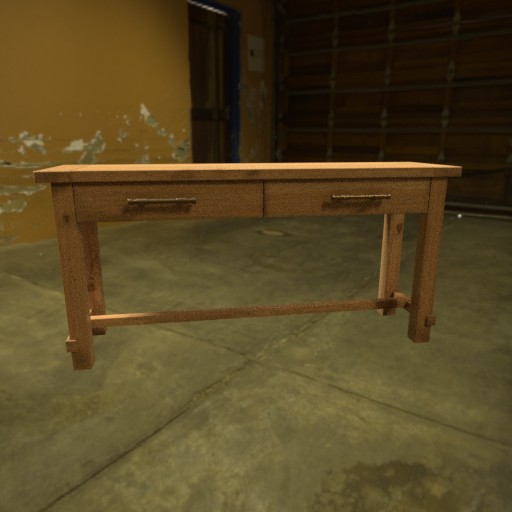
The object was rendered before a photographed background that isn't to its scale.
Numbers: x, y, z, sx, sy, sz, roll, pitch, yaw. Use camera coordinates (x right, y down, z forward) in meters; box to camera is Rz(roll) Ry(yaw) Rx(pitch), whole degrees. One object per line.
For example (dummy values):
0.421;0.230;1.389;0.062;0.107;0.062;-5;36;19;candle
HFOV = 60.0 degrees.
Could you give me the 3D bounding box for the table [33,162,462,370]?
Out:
0.000;0.000;1.909;1.599;0.762;0.442;-2;15;-9;table
